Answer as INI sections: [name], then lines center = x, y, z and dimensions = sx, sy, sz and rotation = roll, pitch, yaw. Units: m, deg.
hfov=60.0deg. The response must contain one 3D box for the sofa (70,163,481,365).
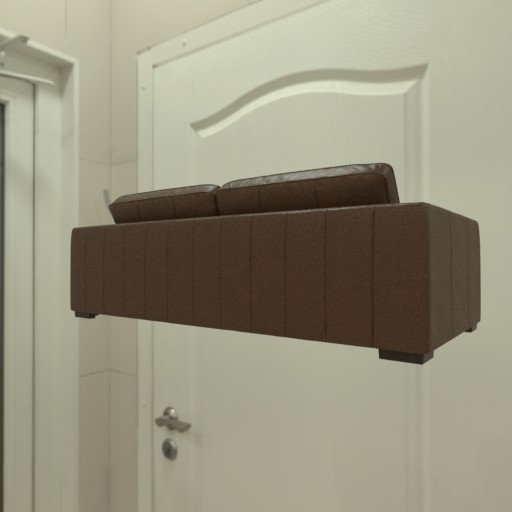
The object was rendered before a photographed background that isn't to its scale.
[sofa]
center = 0.000, 0.000, 2.636
dimensions = 2.262, 0.801, 1.070
rotation = 0, 0, 36
